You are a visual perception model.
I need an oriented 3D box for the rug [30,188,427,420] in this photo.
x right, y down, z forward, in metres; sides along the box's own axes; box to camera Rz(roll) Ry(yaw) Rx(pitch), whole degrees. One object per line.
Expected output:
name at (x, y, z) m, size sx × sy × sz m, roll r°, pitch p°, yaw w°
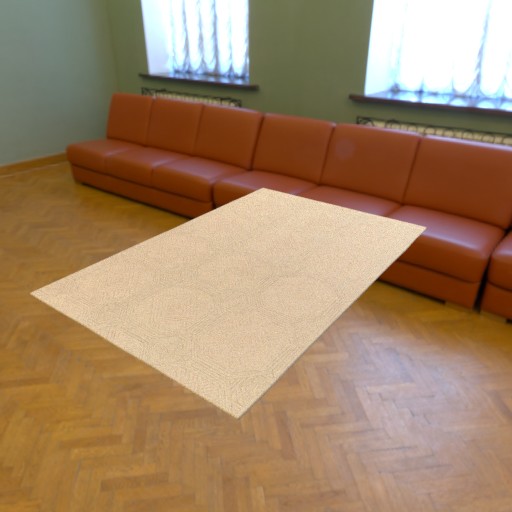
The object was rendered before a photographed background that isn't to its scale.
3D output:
rug at (0.000, 0.000, 2.366) m, size 1.236 × 0.009 × 1.839 m, roll 19°, pitch 33°, yaw 32°
